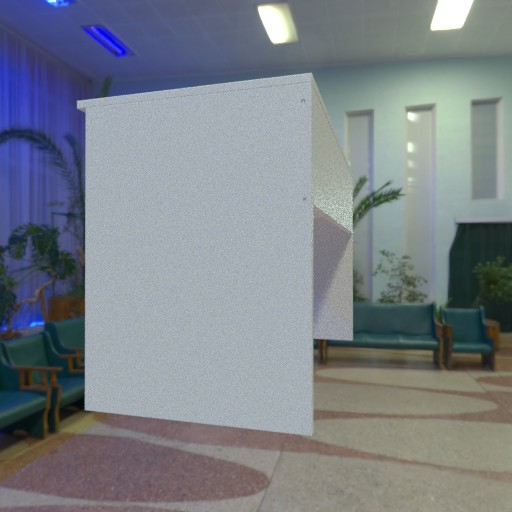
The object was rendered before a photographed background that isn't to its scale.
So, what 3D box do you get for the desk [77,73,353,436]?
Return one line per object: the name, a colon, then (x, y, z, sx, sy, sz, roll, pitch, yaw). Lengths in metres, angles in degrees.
desk: (0.000, 0.000, 1.496, 0.560, 0.730, 1.100, 0, 0, 17)
